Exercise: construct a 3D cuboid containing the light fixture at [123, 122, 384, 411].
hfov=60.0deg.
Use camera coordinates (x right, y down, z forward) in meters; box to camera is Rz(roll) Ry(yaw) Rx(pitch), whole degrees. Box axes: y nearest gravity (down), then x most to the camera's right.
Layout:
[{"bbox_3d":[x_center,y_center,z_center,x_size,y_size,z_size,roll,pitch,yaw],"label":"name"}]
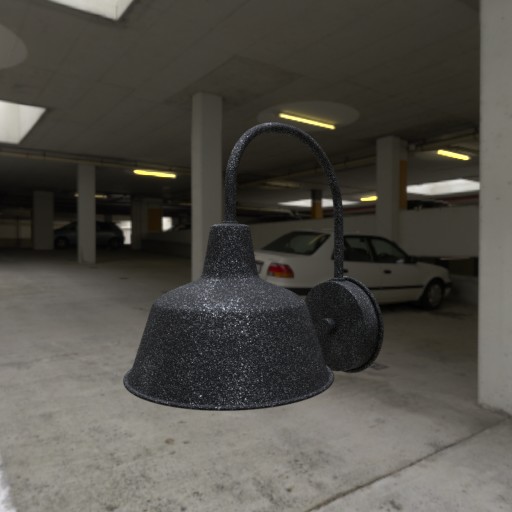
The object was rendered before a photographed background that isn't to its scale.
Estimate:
[{"bbox_3d":[0.000,0.000,0.484,0.283,0.300,0.216,-1,1,-36],"label":"light fixture"}]
